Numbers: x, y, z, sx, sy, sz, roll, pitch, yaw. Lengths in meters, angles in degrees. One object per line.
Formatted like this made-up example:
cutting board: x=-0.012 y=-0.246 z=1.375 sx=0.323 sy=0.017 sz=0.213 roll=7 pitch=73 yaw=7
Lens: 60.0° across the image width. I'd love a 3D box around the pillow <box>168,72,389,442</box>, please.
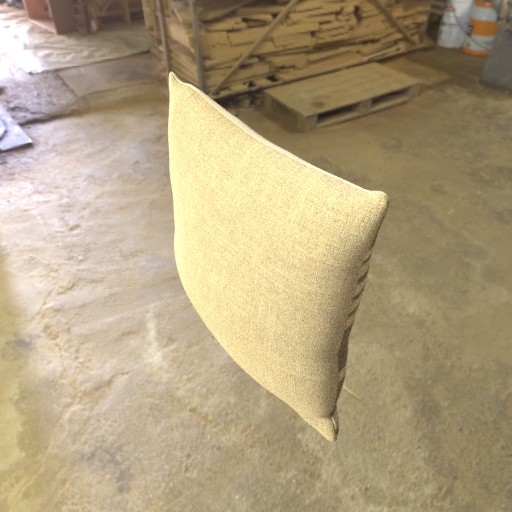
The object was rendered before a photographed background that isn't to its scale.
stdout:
pillow: x=0.000 y=0.000 z=0.671 sx=0.182 sy=0.440 sz=0.439 roll=-25 pitch=47 yaw=-26
